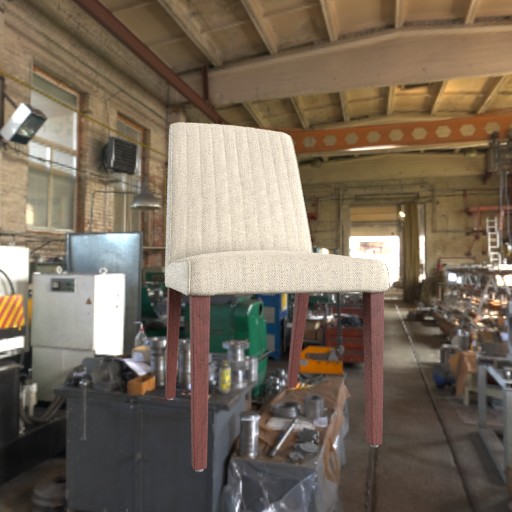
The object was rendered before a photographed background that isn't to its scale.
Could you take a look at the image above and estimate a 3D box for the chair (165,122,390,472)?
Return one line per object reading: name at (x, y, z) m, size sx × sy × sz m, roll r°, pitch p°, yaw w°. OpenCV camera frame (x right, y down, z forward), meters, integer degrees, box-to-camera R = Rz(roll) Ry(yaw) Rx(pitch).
chair at (0.000, 0.000, 1.242) m, size 0.480 × 0.900 × 0.594 m, roll 0°, pitch -2°, yaw -17°
